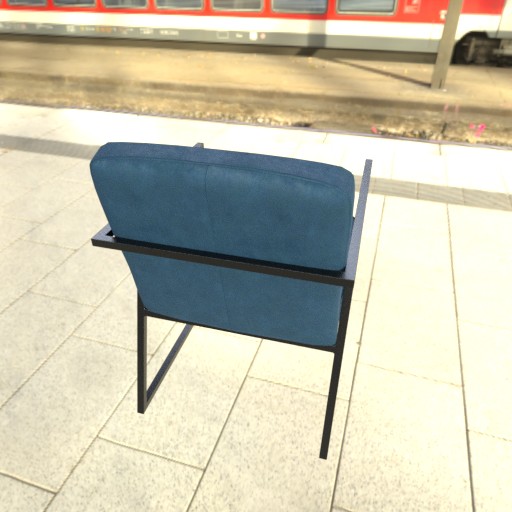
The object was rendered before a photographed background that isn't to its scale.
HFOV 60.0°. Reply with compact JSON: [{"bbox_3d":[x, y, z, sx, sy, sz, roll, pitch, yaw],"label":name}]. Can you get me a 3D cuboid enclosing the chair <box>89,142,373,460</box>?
[{"bbox_3d":[0.000,0.000,1.279,0.571,0.833,0.677,9,35,13],"label":"chair"}]
